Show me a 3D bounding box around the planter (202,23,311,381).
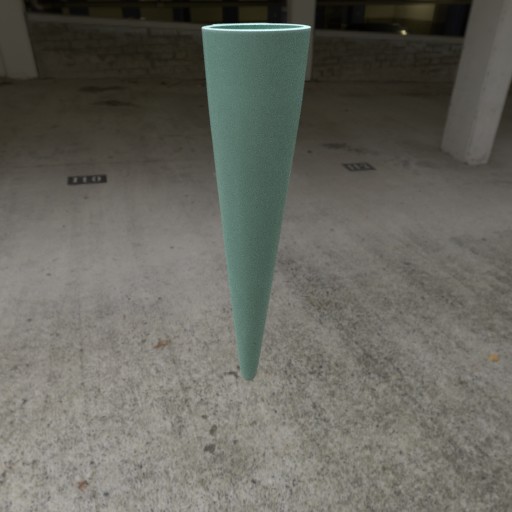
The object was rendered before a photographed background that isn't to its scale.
[{"bbox_3d":[0.000,0.000,0.289,0.054,0.268,0.055,-10,33,-15],"label":"planter"}]
